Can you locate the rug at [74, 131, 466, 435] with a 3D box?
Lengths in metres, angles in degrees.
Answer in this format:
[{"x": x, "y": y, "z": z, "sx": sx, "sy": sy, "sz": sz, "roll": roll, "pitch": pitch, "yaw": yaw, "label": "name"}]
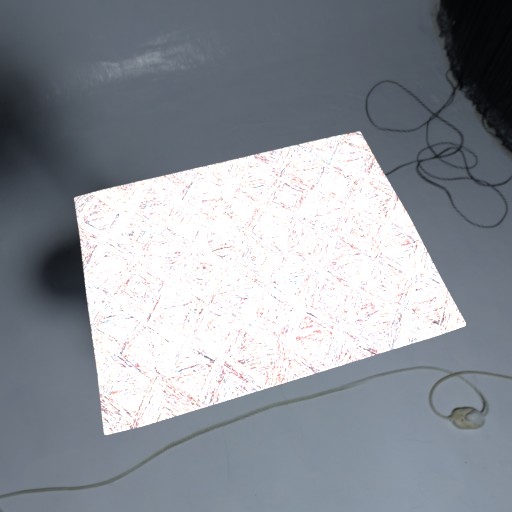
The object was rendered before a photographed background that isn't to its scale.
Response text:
[{"x": 0.000, "y": 0.000, "z": 4.272, "sx": 3.226, "sy": 0.024, "sz": 2.436, "roll": -15, "pitch": 63, "yaw": -8, "label": "rug"}]
